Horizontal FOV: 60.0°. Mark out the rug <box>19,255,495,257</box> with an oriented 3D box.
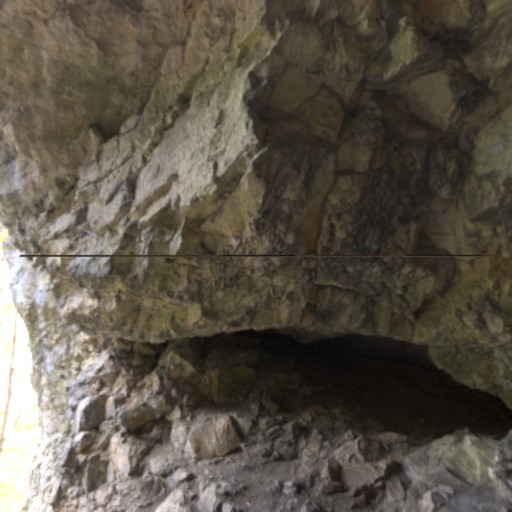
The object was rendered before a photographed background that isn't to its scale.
[{"bbox_3d":[0.000,0.000,2.471,2.287,0.011,0.687,0,0,1],"label":"rug"}]
